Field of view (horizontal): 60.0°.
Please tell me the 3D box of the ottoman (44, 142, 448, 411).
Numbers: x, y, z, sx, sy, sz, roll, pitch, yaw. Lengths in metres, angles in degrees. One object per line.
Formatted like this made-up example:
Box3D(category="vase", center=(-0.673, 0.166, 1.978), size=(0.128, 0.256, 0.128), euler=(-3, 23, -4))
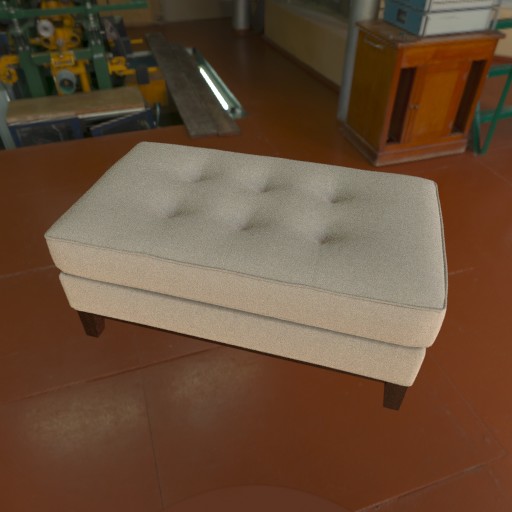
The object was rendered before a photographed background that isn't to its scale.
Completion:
Box3D(category="ottoman", center=(0.000, 0.000, 1.527), size=(1.143, 0.508, 0.648), euler=(10, 42, 12))
